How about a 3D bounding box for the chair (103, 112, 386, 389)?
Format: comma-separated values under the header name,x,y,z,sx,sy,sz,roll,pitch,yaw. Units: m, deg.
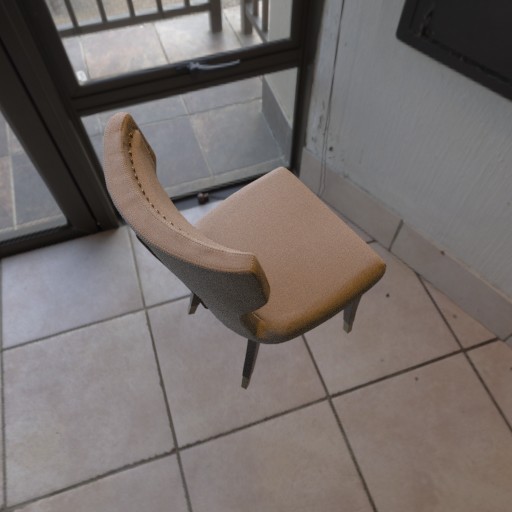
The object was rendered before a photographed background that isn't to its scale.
name,x,y,z,sx,sy,sz,roll,pitch,yaw
chair,0.000,0.000,1.321,0.630,0.950,0.526,-33,64,-18
